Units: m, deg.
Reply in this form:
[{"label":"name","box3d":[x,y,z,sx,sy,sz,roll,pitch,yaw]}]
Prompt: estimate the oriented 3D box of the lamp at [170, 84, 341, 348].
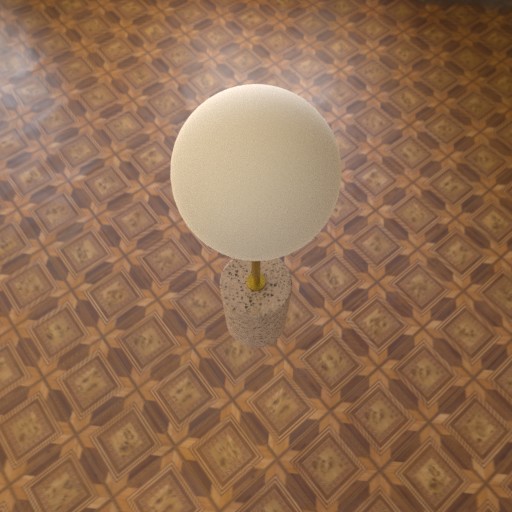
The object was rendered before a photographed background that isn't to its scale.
[{"label":"lamp","box3d":[0.000,0.000,0.548,0.153,0.480,0.153,0,63,0]}]
